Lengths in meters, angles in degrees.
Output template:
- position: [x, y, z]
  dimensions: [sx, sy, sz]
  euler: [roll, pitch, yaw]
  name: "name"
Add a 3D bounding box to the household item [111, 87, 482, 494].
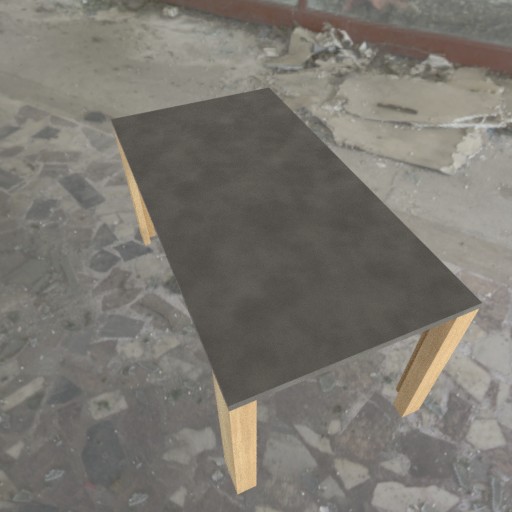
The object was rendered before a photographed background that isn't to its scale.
- position: [0.000, 0.000, 2.049]
  dimensions: [0.850, 0.755, 1.600]
  euler: [-17, 49, -16]
  name: "household item"
